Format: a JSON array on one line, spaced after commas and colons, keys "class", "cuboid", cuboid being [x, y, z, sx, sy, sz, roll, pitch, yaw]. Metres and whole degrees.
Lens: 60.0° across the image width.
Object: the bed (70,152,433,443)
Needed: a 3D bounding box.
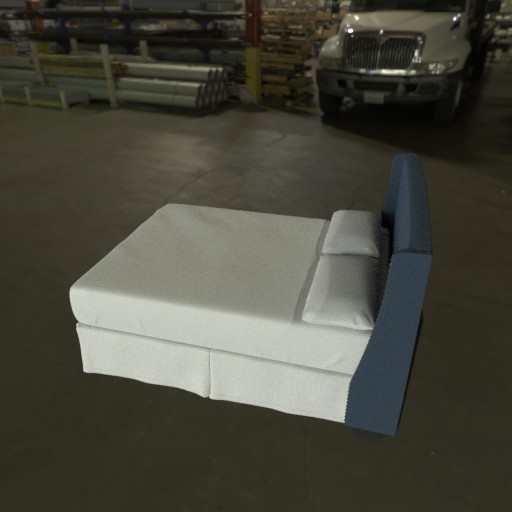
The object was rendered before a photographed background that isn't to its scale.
[{"class": "bed", "cuboid": [0.000, 0.000, 3.314, 2.237, 1.407, 1.710, 8, 30, 13]}]
